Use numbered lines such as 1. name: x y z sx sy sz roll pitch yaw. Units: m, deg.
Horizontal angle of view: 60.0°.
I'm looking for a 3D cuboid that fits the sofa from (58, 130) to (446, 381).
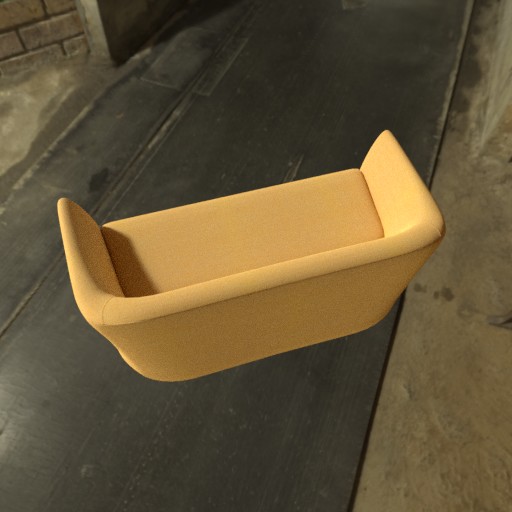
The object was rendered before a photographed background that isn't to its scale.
1. sofa: 0.000 0.000 1.875 1.452 0.721 0.705 -14 58 -9
